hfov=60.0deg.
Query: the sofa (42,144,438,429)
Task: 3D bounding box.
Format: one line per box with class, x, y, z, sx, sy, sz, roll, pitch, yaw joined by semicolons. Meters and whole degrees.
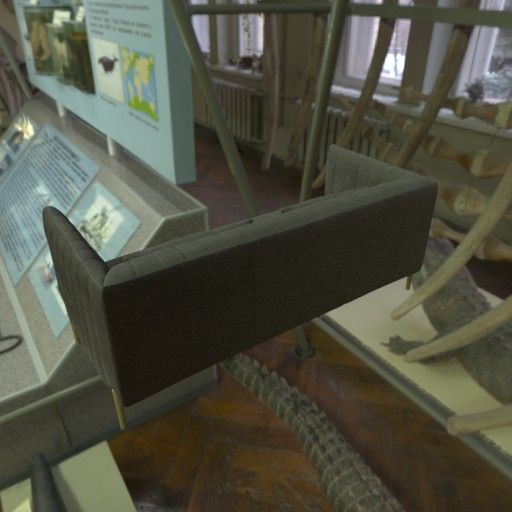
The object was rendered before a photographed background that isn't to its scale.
sofa;0.000;0.000;2.480;1.980;0.780;0.876;-19;35;-29
